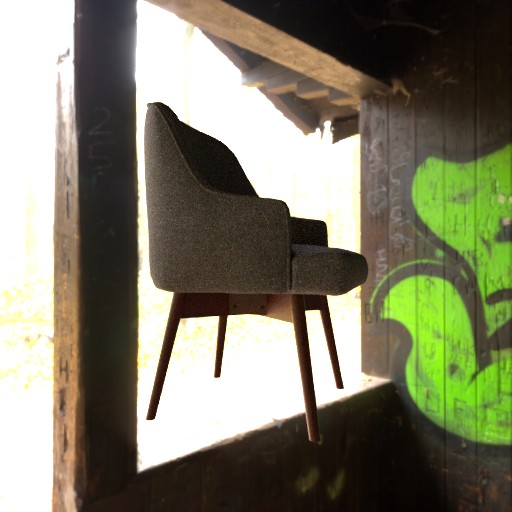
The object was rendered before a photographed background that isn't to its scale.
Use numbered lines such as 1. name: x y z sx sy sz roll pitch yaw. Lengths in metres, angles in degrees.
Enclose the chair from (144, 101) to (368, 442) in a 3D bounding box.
1. chair: 0.000 0.000 1.330 0.629 0.875 0.608 0 -1 18
